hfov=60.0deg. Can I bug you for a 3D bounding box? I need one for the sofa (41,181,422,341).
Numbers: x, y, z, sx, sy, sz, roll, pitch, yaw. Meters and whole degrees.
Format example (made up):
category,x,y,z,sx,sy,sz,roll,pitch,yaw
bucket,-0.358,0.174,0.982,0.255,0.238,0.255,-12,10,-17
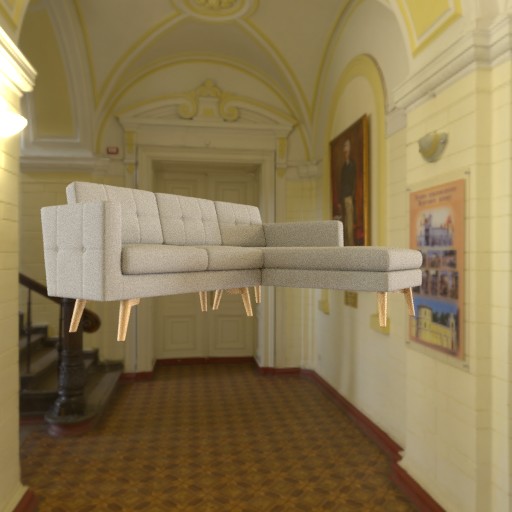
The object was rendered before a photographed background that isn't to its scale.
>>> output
category,x,y,z,sx,sy,sz,roll,pitch,yaw
sofa,0.000,0.000,2.849,1.530,0.860,2.040,0,0,36
